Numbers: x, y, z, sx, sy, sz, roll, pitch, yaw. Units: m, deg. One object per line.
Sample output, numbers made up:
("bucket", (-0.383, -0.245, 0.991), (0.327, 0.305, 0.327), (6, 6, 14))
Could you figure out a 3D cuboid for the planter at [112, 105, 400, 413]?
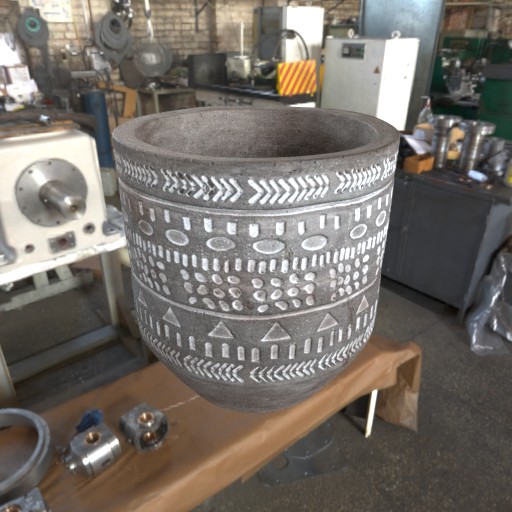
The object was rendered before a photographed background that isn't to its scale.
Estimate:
("planter", (0.000, 0.000, 0.221), (0.122, 0.128, 0.122), (0, 27, 0))
